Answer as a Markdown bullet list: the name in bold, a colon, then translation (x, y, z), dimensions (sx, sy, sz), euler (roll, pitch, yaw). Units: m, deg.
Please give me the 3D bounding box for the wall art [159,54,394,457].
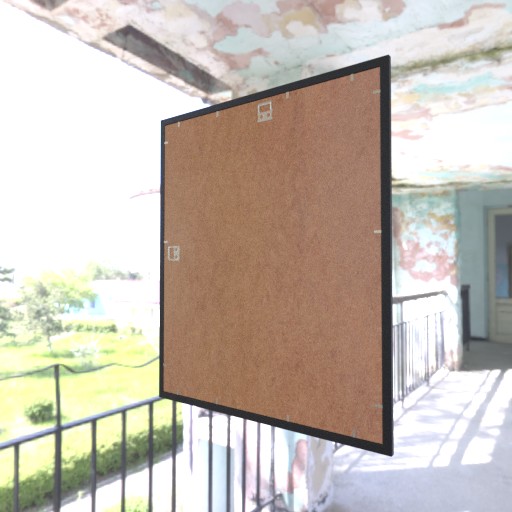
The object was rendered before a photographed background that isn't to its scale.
- **wall art**: translation (0.000, 0.000, 0.898), dimensions (0.559, 0.660, 0.018), euler (-1, -2, 36)
